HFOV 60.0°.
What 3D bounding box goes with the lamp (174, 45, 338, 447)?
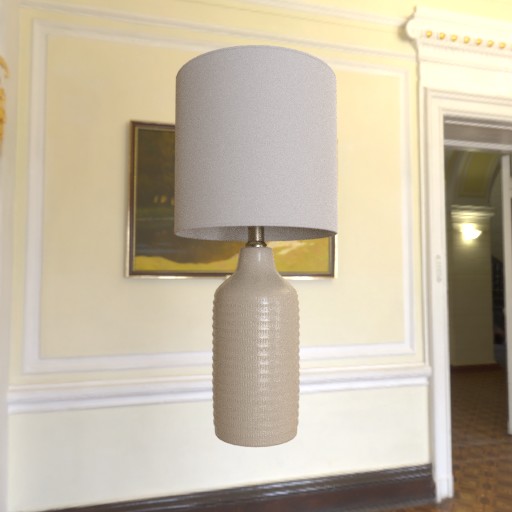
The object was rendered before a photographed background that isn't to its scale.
[{"bbox_3d":[0.000,0.000,0.607,0.220,0.475,0.220,0,-3,-2],"label":"lamp"}]
